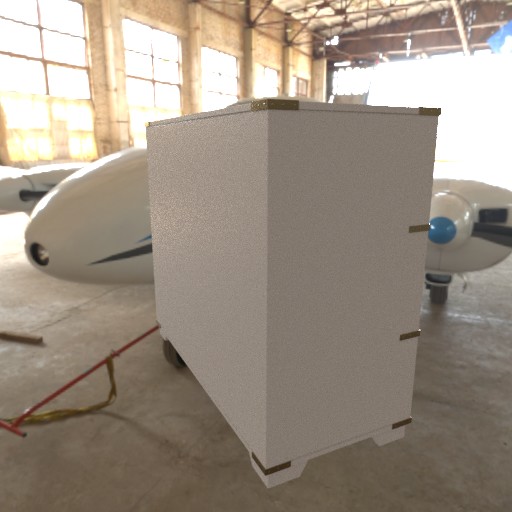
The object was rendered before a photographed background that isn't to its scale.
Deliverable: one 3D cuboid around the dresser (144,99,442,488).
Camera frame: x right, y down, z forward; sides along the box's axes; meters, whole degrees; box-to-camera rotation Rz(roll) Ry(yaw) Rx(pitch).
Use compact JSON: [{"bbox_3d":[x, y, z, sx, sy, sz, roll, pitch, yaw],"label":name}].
[{"bbox_3d":[0.000,0.000,1.482,0.460,0.891,1.022,-7,16,-26],"label":"dresser"}]
